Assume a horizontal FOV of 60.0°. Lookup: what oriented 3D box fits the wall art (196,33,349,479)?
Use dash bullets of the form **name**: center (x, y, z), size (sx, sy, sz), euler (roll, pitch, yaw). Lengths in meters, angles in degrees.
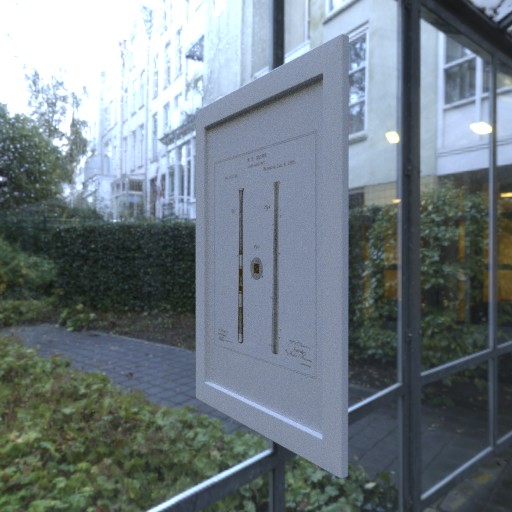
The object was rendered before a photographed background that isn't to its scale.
- **wall art**: center (0.000, 0.000, 0.614), size (0.011, 0.482, 0.329), euler (0, 1, -36)
